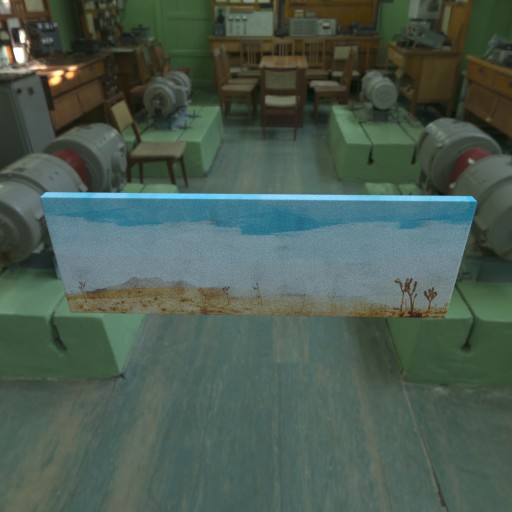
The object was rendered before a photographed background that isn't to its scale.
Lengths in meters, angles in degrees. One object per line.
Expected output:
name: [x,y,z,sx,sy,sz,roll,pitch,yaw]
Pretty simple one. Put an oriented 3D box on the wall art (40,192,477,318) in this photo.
wall art: [0.000,0.000,0.849,0.759,0.254,0.044,1,31,1]
